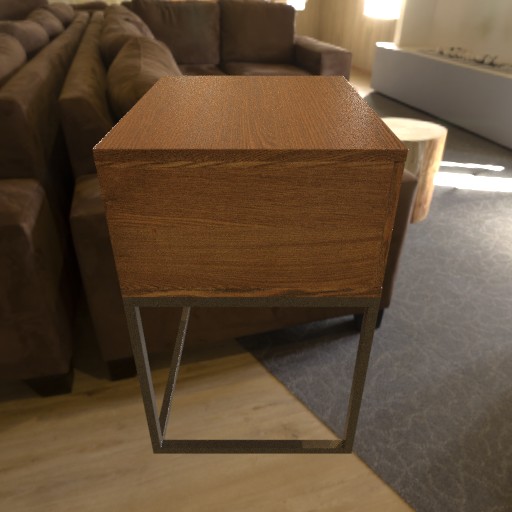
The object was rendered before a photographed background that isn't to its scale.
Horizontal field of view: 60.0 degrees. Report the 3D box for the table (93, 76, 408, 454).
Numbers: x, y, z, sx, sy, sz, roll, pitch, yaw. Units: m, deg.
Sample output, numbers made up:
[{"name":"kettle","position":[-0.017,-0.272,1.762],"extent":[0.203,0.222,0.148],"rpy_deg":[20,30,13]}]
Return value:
[{"name":"table","position":[0.000,0.000,0.907],"extent":[0.400,0.610,0.482],"rpy_deg":[0,32,0]}]
